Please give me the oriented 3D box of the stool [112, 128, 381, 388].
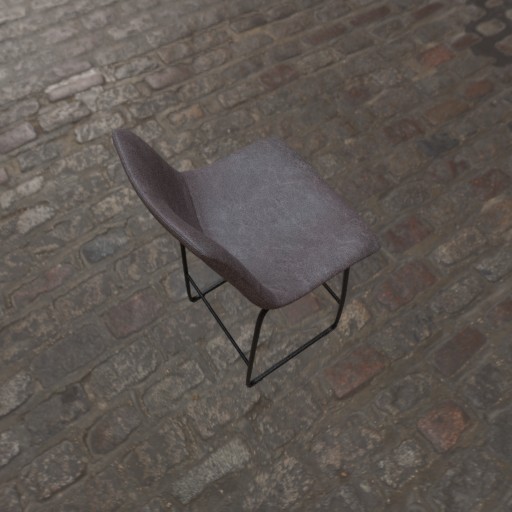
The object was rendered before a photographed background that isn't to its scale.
[{"bbox_3d":[0.000,0.000,1.416,0.561,1.082,0.514,-31,65,-16],"label":"stool"}]
